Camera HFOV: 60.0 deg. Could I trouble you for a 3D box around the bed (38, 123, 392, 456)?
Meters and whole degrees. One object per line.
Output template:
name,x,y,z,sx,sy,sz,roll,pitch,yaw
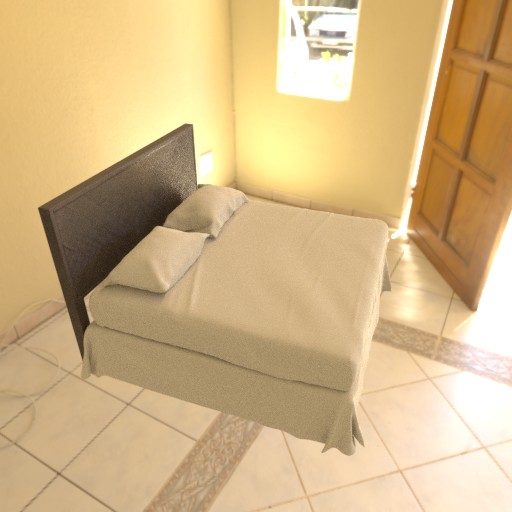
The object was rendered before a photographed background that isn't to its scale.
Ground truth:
bed,0.000,0.000,2.926,1.785,1.142,1.772,11,34,17
